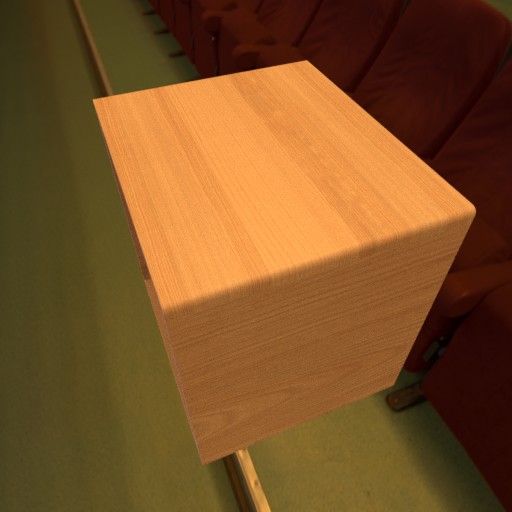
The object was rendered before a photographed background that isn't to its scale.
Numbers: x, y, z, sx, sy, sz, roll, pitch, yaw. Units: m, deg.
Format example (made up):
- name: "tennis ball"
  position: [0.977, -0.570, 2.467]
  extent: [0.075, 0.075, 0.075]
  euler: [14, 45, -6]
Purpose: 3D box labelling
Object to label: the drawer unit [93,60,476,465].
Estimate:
- name: "drawer unit"
  position: [0.000, 0.000, 0.595]
  extent: [0.290, 0.344, 0.344]
  euler: [-17, 49, -15]
